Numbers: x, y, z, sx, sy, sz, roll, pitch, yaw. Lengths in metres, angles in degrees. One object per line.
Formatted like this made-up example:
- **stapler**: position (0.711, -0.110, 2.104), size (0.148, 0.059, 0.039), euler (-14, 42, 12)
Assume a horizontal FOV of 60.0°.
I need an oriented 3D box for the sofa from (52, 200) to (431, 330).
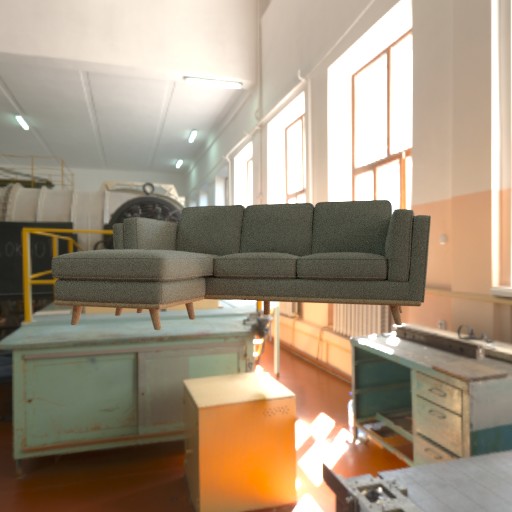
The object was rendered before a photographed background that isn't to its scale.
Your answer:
- **sofa**: position (0.000, 0.000, 3.286), size (2.411, 0.929, 1.604), euler (0, 0, 19)
